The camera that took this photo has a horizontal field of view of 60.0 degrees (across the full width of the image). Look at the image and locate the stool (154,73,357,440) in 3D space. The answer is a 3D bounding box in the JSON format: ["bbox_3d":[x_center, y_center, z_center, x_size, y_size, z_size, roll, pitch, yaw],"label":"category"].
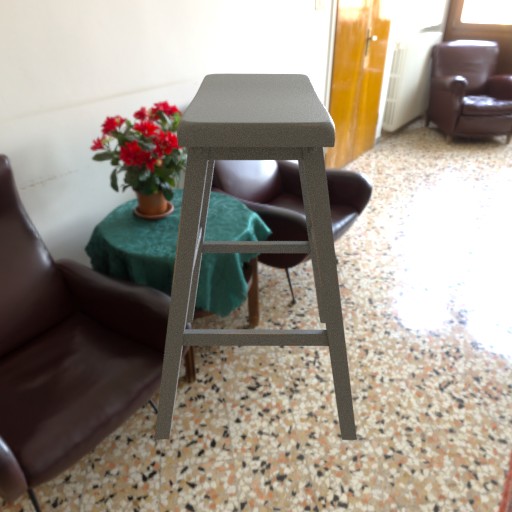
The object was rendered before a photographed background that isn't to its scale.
[{"bbox_3d":[0.000,0.000,1.047,0.476,0.737,0.457,0,31,0],"label":"stool"}]
